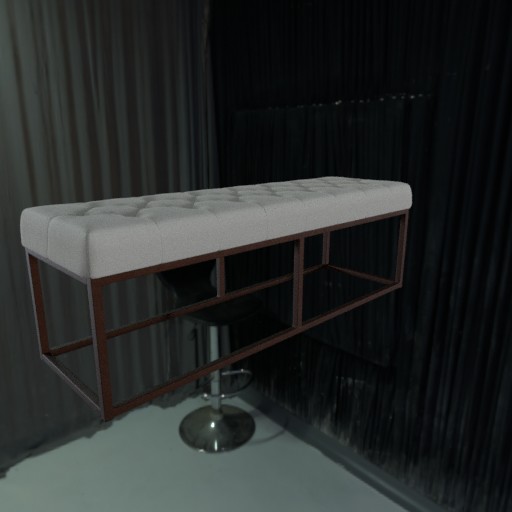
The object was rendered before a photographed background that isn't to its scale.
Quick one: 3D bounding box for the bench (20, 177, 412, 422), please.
[{"bbox_3d":[0.000,0.000,1.673,1.488,0.488,0.479,-14,21,-42],"label":"bench"}]
